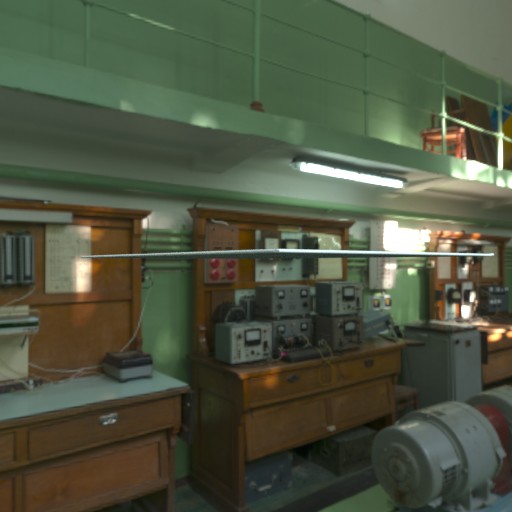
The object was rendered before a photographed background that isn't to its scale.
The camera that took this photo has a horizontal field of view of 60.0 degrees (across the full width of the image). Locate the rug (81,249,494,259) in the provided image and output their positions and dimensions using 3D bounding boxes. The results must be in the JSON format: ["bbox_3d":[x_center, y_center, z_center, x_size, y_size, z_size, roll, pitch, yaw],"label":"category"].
[{"bbox_3d":[0.000,0.000,2.820,1.532,0.017,2.244,1,-1,-37],"label":"rug"}]
